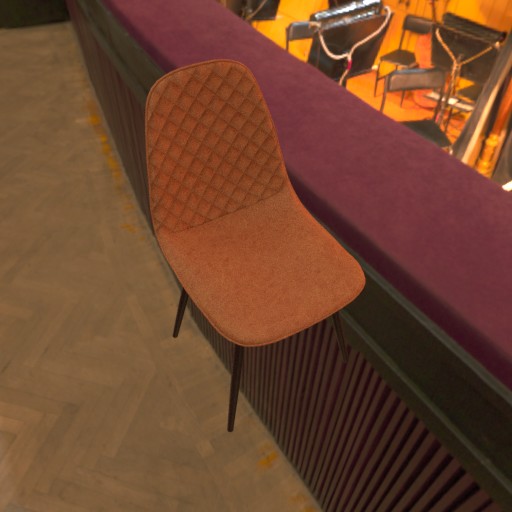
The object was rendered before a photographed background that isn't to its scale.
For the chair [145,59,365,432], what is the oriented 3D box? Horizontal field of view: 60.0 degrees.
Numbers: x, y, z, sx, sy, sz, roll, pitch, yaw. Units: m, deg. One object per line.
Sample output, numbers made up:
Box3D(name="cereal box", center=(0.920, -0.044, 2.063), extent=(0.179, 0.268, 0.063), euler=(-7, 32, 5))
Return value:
Box3D(name="chair", center=(0.000, 0.000, 1.248), extent=(0.472, 0.889, 0.561), euler=(-24, 50, -22))
